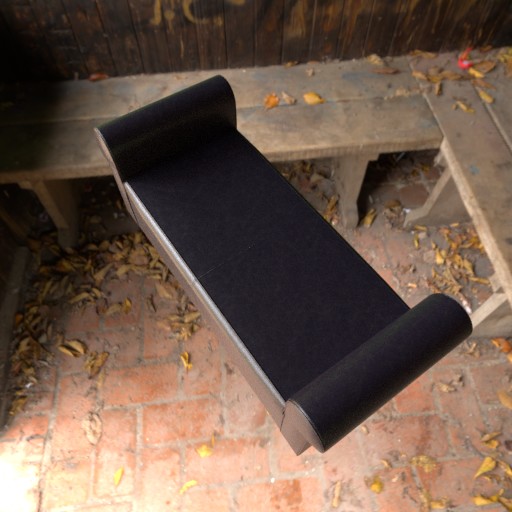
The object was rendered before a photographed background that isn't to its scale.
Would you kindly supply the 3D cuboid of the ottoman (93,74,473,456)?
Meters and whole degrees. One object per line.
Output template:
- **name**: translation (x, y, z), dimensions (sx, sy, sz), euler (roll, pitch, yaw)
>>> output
- **ottoman**: translation (0.000, 0.000, 1.534), dimensions (0.521, 0.547, 1.256), euler (-31, 63, -18)
